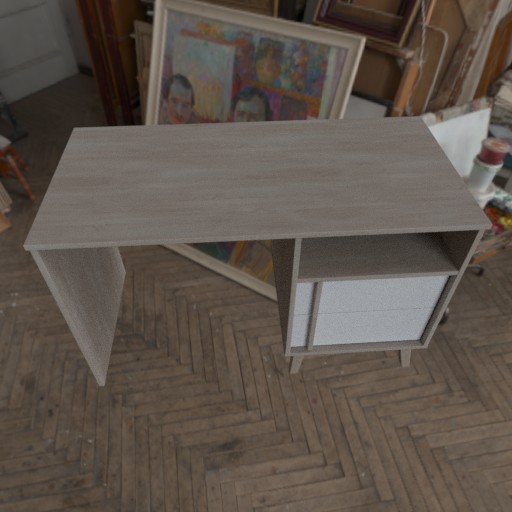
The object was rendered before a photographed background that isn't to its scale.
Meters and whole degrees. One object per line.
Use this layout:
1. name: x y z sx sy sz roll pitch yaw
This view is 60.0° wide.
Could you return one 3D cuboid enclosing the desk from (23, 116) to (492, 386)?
1. desk: 0.000 0.000 1.661 1.251 0.770 0.600 -3 46 -3
